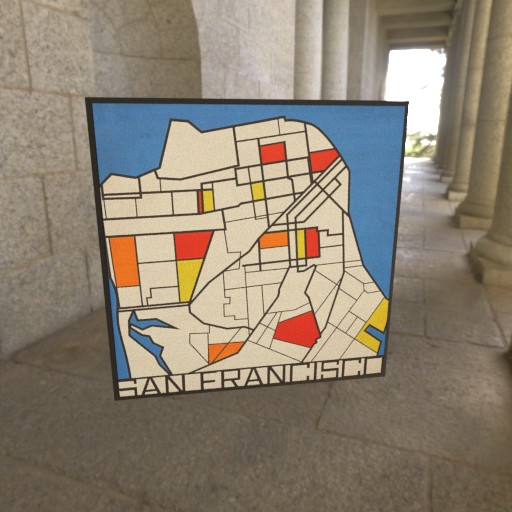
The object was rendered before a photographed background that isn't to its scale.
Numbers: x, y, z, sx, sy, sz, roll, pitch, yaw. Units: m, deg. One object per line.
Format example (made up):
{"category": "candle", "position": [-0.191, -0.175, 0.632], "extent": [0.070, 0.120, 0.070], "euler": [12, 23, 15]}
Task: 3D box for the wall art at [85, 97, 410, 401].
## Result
{"category": "wall art", "position": [0.000, 0.000, 0.992], "extent": [0.664, 0.663, 0.015], "euler": [-2, 16, -9]}
